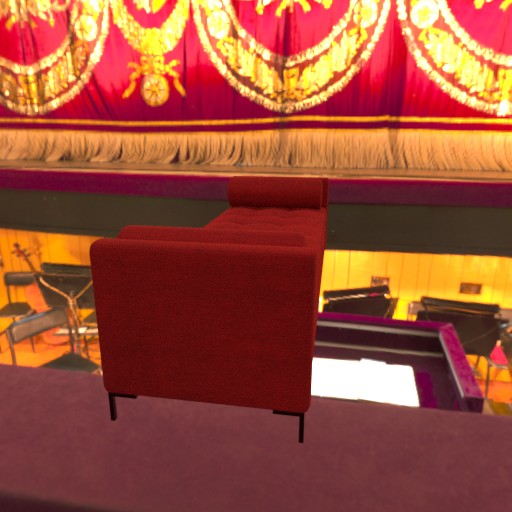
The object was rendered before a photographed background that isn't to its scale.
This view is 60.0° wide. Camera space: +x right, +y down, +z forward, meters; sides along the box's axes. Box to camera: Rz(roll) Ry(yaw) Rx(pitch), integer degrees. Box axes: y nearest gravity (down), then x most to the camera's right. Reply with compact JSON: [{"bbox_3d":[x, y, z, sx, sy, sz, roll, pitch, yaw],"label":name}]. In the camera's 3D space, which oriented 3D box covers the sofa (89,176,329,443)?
[{"bbox_3d":[0.000,0.000,2.290,0.686,0.635,1.981,3,16,10],"label":"sofa"}]
